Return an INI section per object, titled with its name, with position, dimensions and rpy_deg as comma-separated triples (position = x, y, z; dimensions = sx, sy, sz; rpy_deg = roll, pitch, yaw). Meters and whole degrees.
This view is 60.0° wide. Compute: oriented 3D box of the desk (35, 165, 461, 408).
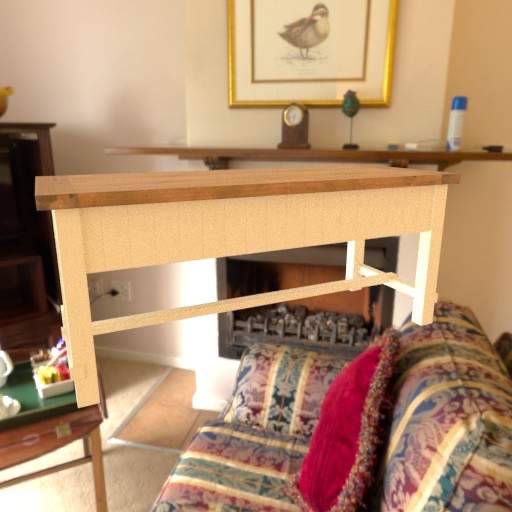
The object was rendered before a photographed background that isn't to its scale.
[desk]
position = 0.000, 0.000, 2.110
dimensions = 1.803, 0.762, 0.688
rpy_deg = -7, 17, -25
